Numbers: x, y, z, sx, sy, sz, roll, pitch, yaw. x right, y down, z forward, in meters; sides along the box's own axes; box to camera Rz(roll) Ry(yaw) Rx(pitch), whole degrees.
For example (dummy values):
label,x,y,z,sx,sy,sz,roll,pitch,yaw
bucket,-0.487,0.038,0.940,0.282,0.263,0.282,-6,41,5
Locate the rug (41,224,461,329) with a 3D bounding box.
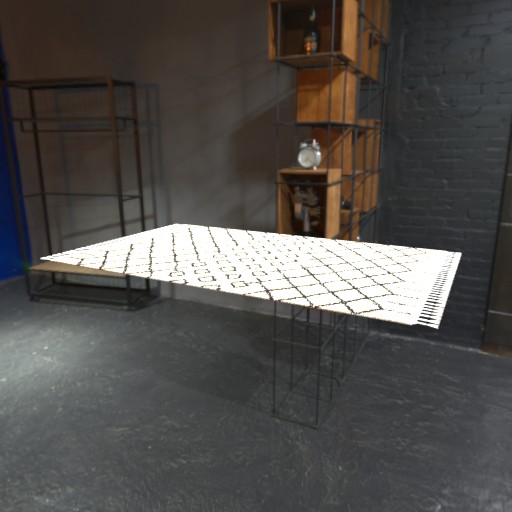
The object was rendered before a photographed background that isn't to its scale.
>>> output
label,x,y,z,sx,sy,sz,roll,pitch,yaw
rug,0.000,0.000,2.451,2.006,0.008,1.196,7,16,27
